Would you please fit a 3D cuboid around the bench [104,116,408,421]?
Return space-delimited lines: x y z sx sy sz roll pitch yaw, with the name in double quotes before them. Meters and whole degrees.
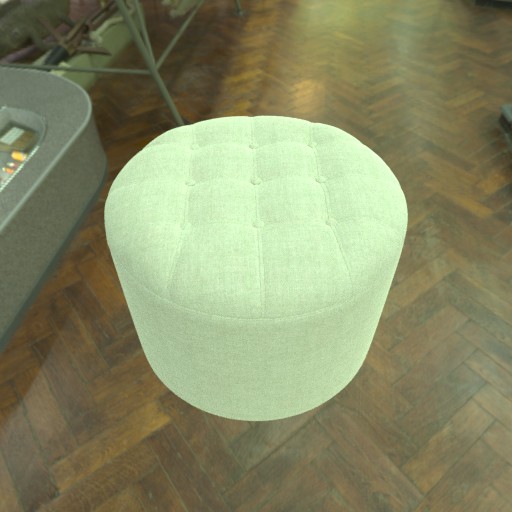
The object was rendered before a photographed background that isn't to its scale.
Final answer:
"bench" 0.000 0.000 1.016 0.600 0.453 0.600 0 45 0
